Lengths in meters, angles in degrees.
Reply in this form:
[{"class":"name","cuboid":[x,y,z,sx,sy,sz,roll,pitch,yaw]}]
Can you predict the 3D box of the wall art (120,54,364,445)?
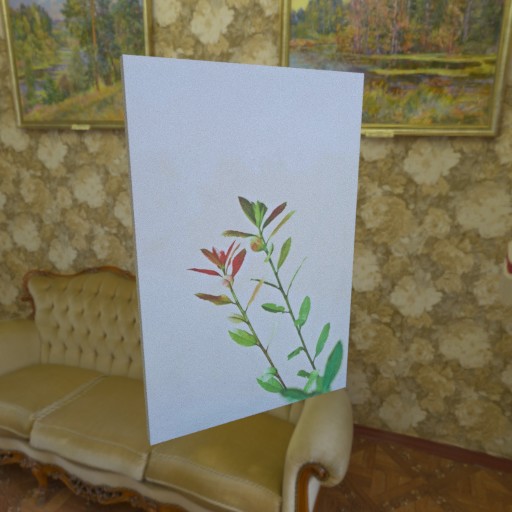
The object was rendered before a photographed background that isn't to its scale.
[{"class":"wall art","cuboid":[0.000,0.000,1.435,0.764,1.143,0.038,-7,17,-25]}]
